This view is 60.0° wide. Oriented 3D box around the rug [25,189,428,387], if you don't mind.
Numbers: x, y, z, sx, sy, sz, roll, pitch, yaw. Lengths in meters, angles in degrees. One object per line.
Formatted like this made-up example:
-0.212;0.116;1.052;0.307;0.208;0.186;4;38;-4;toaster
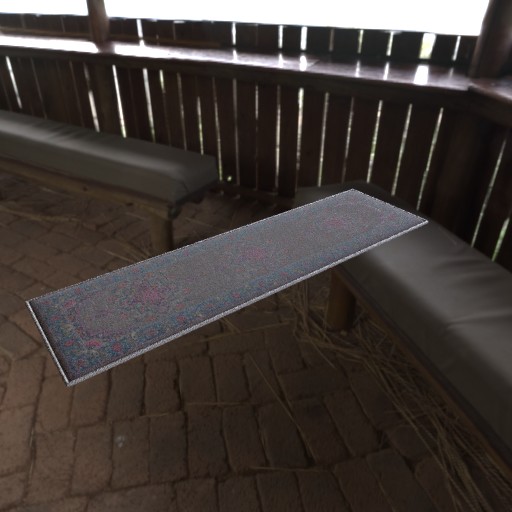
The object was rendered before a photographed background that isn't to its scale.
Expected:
0.000;0.000;2.498;2.297;0.019;0.659;-21;38;-31;rug
